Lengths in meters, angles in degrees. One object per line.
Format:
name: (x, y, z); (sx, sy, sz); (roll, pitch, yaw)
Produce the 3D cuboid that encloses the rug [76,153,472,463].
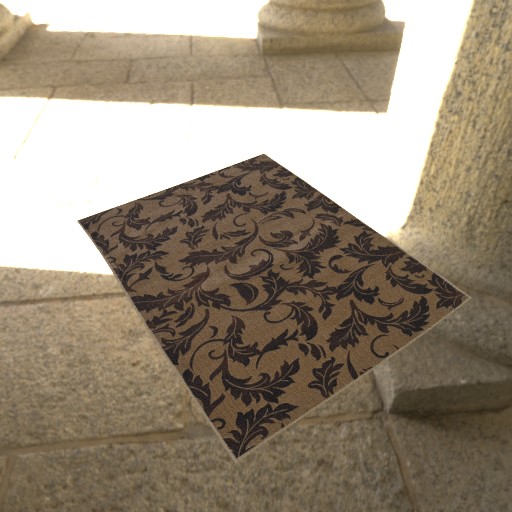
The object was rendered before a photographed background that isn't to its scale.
rug: (0.000, 0.000, 4.108); (2.380, 0.008, 2.977); (-26, 48, -25)
